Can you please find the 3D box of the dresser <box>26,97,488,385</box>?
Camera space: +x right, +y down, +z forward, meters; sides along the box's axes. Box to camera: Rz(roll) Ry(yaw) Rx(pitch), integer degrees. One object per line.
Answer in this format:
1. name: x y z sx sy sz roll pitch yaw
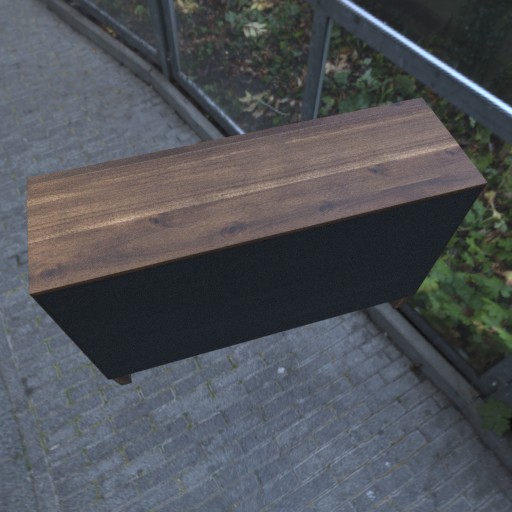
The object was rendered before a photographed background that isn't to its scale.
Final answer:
1. dresser: 0.000 0.000 1.772 1.387 0.892 0.438 -14 58 -9
